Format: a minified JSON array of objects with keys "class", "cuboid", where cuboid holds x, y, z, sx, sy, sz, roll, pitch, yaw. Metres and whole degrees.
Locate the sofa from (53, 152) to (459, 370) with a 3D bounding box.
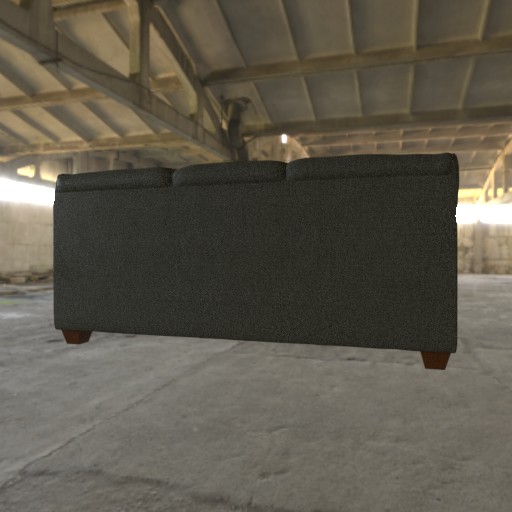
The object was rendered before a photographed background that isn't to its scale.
[{"class":"sofa","cuboid":[0.000,0.000,2.555,2.024,0.958,0.997,0,0,17]}]
